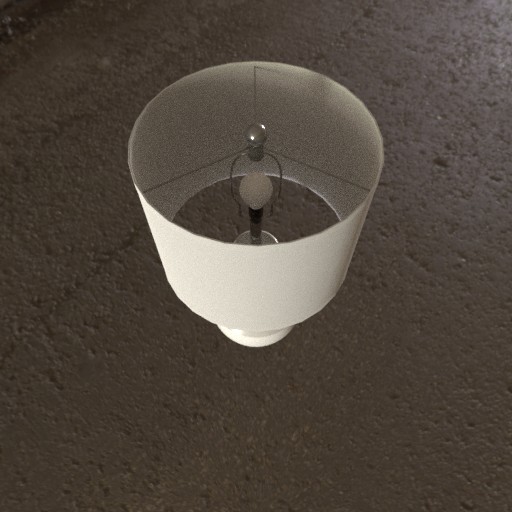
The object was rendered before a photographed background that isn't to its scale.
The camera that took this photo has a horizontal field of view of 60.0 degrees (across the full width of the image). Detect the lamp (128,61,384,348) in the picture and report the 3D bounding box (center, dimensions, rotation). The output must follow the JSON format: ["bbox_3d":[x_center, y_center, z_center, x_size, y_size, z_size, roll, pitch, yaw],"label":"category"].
[{"bbox_3d":[0.000,0.000,0.885,0.357,0.673,0.357,-1,58,0],"label":"lamp"}]
